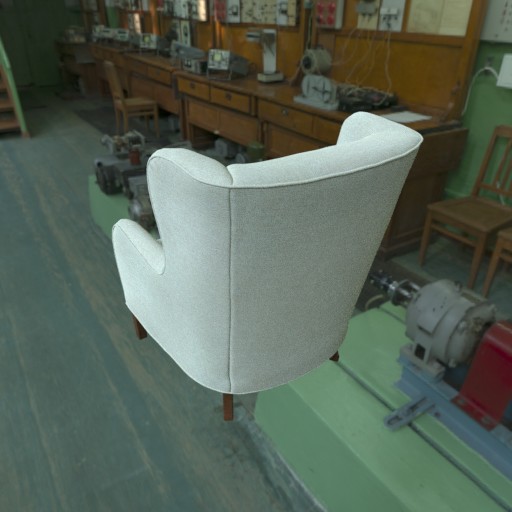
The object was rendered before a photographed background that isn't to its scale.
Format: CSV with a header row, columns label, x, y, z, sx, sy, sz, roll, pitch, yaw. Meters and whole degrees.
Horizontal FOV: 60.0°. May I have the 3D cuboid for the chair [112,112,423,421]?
label,x,y,z,sx,sy,sz,roll,pitch,yaw
chair,0.000,0.000,1.716,0.838,1.040,0.966,-19,35,-30
